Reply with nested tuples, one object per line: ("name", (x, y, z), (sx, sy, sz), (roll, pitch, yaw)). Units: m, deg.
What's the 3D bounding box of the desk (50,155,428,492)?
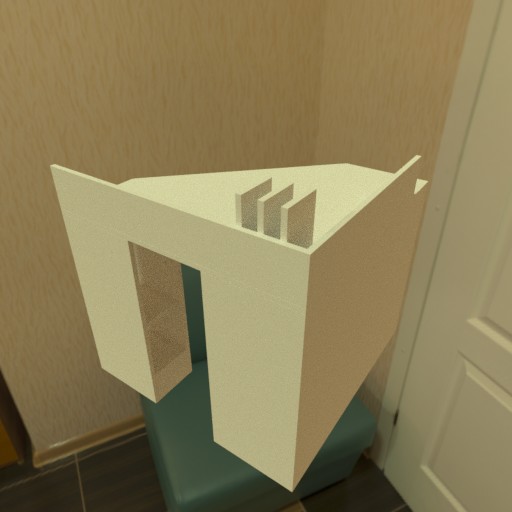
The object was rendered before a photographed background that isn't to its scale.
("desk", (0.000, 0.000, 1.723), (0.940, 0.986, 0.940), (20, 37, 29))
